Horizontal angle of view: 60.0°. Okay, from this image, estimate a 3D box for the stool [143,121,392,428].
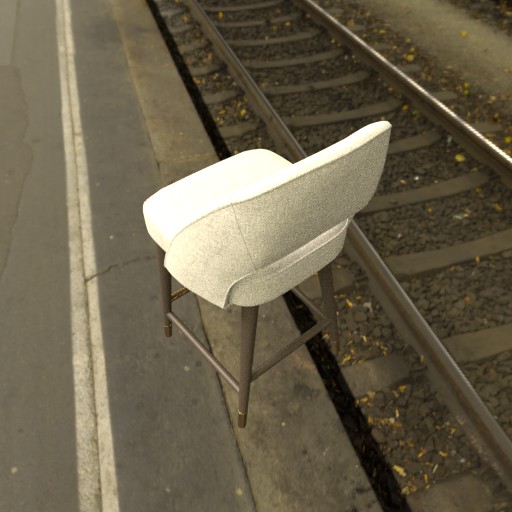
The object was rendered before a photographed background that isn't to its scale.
[{"bbox_3d":[0.000,0.000,1.242,0.494,0.940,0.509,-31,54,-26],"label":"stool"}]
